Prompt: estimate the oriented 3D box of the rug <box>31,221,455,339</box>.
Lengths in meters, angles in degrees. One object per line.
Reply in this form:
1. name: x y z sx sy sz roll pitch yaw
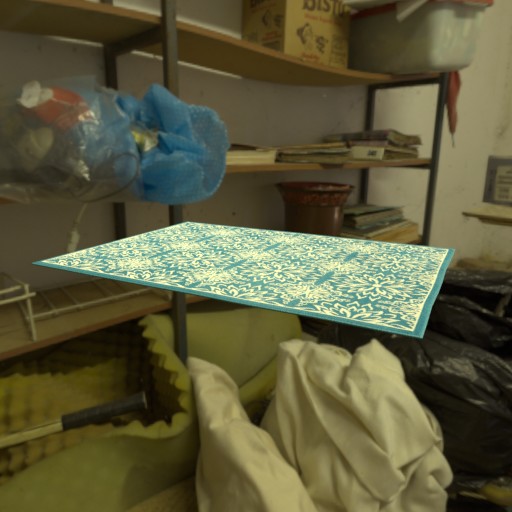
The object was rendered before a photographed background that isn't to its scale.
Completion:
1. rug: 0.000 0.000 2.804 2.205 0.012 1.554 8 17 27
